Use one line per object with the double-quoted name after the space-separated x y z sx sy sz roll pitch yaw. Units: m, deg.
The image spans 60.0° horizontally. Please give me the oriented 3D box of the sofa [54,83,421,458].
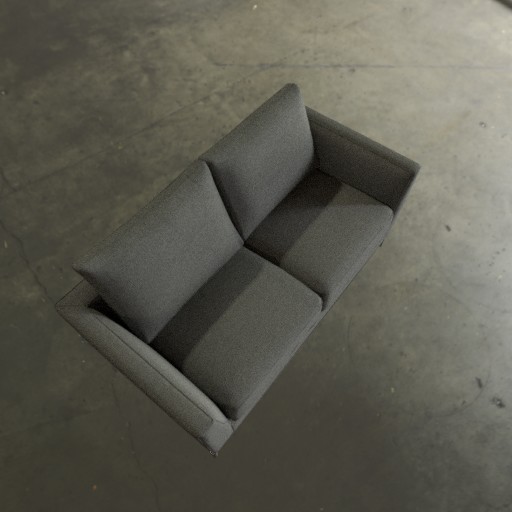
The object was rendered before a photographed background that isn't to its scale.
0.000 0.000 2.130 0.803 0.924 1.594 34 64 19 "sofa"
